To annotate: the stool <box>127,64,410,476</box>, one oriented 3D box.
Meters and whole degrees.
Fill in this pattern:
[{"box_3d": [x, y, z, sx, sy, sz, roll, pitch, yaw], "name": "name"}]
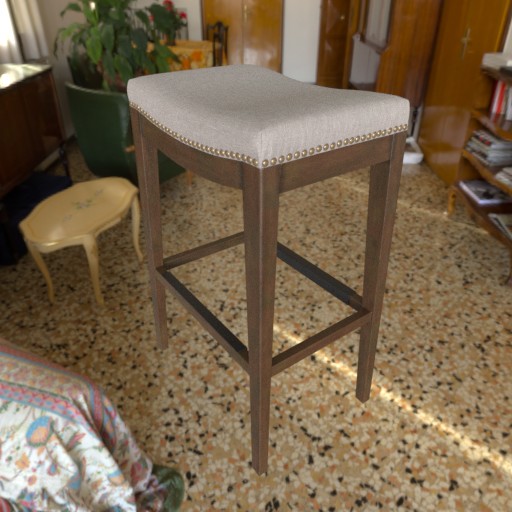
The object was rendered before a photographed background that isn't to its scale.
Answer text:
[{"box_3d": [0.000, 0.000, 1.034, 0.356, 0.762, 0.508, -21, 37, -30], "name": "stool"}]
